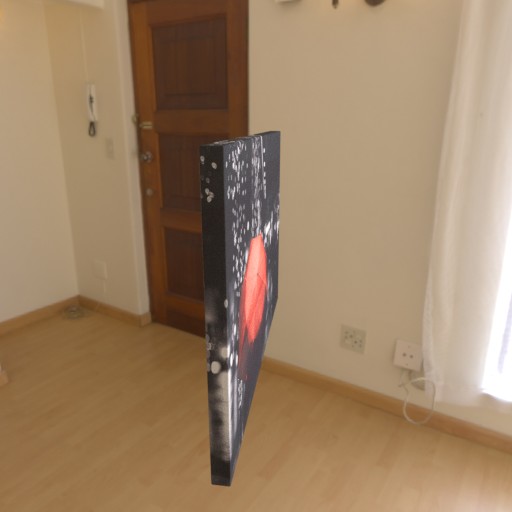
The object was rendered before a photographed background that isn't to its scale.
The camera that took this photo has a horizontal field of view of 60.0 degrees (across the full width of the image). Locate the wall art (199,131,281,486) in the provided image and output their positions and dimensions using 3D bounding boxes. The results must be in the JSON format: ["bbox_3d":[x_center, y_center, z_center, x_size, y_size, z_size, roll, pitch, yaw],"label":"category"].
[{"bbox_3d":[0.000,0.000,1.159,0.038,0.609,0.914,2,17,8],"label":"wall art"}]
